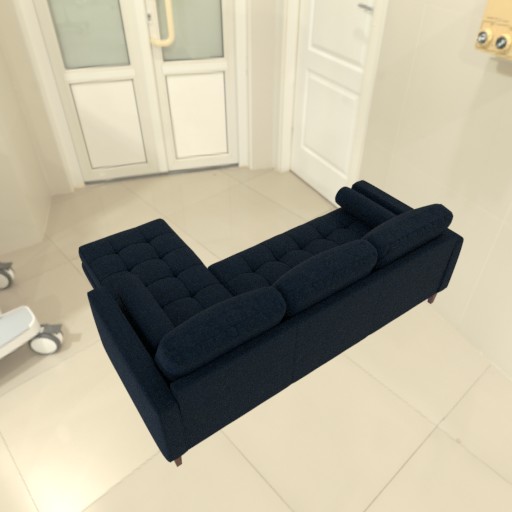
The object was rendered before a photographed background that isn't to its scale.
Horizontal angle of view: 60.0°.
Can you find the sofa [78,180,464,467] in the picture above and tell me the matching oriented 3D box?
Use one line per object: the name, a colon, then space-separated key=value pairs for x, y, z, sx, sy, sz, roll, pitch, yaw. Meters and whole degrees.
sofa: x=0.000 y=0.000 z=2.974 sx=2.185 sy=0.841 sz=1.613 roll=-24 pitch=45 yaw=-26
